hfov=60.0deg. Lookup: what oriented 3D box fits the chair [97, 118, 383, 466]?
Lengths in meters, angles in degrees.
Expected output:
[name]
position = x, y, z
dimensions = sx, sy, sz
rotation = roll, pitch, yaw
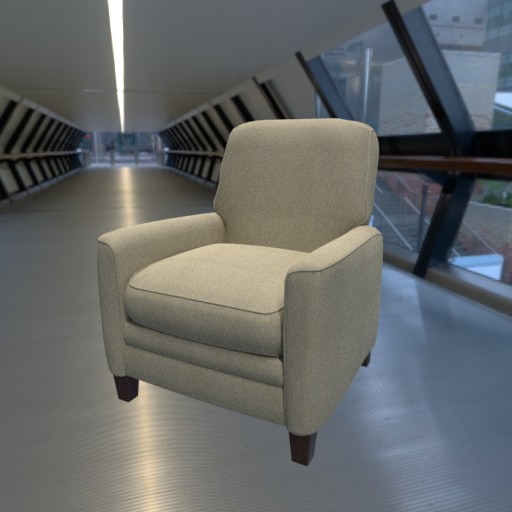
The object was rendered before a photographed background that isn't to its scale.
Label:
[chair]
position = 0.000, 0.000, 1.655
dimensions = 0.850, 1.006, 0.853
rotation = 8, 16, 27
